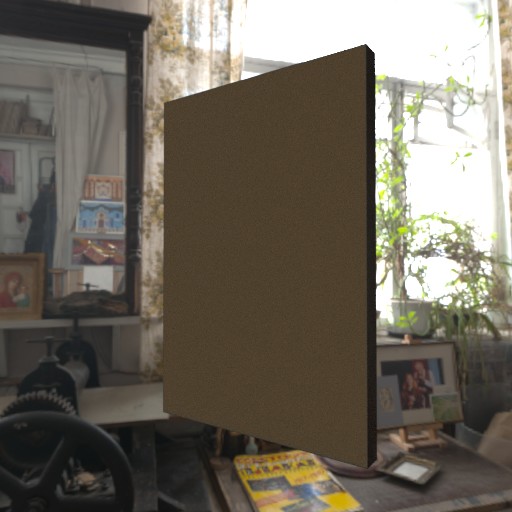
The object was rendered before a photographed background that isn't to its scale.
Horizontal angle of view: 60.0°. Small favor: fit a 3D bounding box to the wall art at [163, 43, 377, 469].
[{"bbox_3d":[0.000,0.000,0.578,0.313,0.457,0.031,-1,-1,35],"label":"wall art"}]
